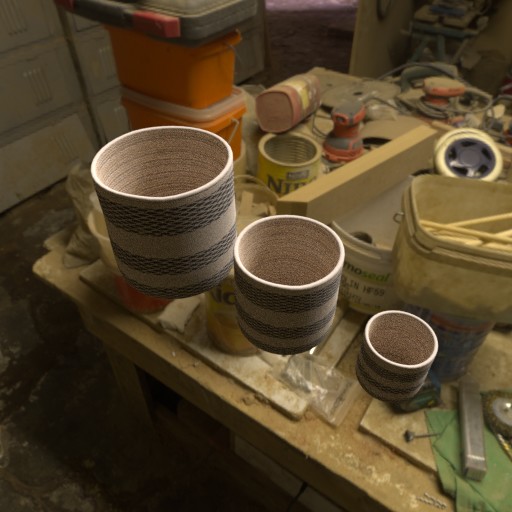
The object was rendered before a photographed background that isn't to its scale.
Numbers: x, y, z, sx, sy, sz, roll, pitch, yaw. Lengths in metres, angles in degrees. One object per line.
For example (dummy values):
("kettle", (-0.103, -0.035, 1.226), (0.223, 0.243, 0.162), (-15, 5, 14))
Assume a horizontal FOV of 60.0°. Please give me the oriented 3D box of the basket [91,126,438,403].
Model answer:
("basket", (0.000, 0.000, 1.089), (0.917, 0.356, 0.351), (27, 49, 25))
